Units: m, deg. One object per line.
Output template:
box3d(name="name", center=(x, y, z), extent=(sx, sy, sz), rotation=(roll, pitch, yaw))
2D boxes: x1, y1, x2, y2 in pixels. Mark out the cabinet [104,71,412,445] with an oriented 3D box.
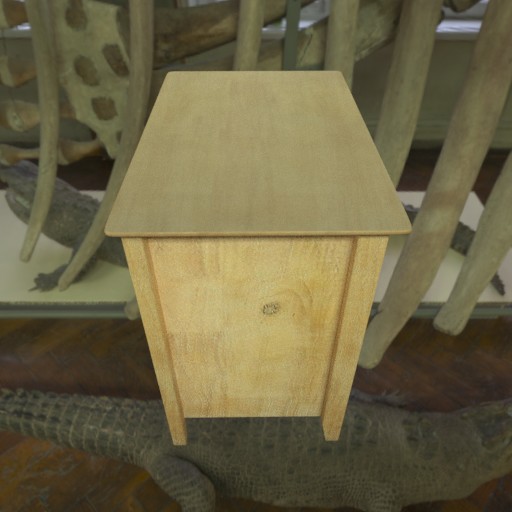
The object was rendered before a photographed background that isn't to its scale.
box3d(name="cabinet", center=(0.000, 0.000, 1.248), extent=(0.503, 0.762, 0.763), rotation=(0, 41, -1))
